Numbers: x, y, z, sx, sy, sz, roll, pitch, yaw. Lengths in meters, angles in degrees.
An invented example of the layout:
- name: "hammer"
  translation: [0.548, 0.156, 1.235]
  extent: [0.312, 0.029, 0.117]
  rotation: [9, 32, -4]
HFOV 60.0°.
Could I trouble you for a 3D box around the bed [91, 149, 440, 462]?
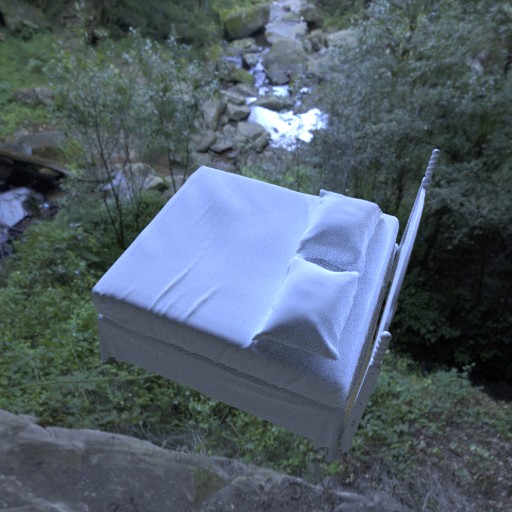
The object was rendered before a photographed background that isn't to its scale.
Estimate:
- name: "bed"
  translation: [0.000, 0.000, 3.245]
  extent: [2.040, 1.356, 1.873]
  rotation: [18, 49, 16]
